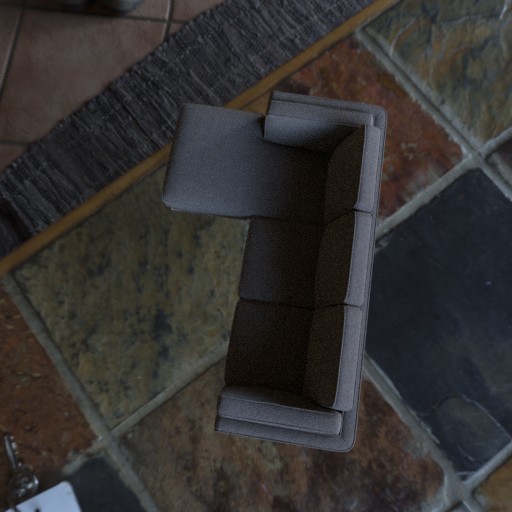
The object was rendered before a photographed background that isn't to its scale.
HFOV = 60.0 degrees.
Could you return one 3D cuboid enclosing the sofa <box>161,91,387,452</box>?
[{"bbox_3d":[0.000,0.000,3.268,1.604,0.929,2.411,9,77,2],"label":"sofa"}]
